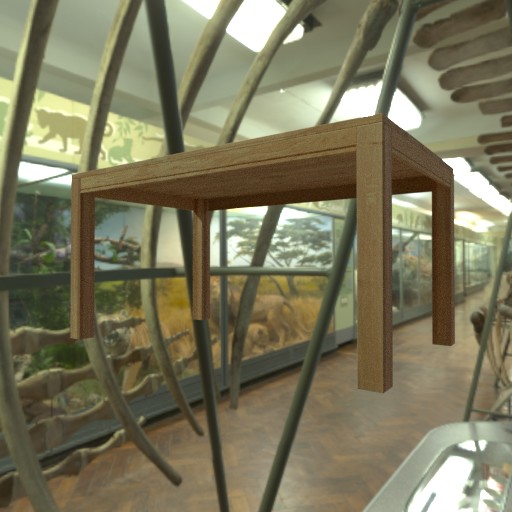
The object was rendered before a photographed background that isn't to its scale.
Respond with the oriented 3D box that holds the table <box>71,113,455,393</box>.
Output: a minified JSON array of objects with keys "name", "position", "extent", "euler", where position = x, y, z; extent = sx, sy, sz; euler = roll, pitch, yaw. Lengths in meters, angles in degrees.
[{"name":"table","position":[0.000,0.000,2.017],"extent":[1.500,0.770,0.900],"euler":[0,-1,36]}]
